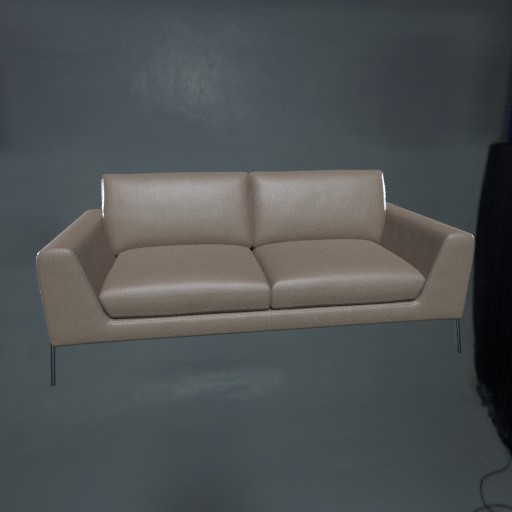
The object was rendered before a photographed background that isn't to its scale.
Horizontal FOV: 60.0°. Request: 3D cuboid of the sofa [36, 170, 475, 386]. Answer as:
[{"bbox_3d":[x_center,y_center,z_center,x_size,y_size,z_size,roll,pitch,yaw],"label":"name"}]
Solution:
[{"bbox_3d":[0.000,0.000,2.464,2.017,0.875,0.953,-2,17,-8],"label":"sofa"}]
